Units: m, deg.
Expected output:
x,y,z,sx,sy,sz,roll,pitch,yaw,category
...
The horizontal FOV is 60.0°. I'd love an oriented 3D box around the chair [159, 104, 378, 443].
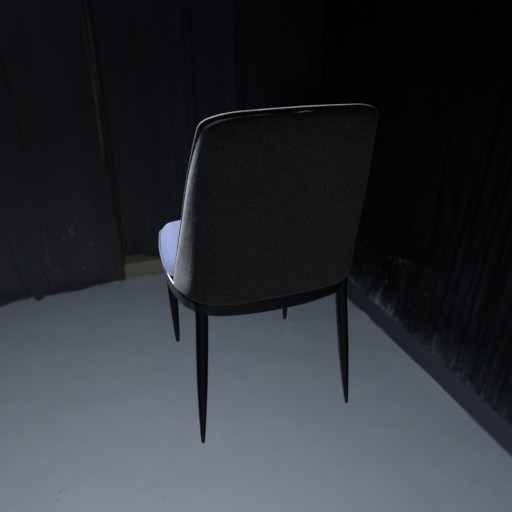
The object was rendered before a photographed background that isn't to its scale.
x,y,z,sx,sy,sz,roll,pitch,yaw,category
0.000,0.000,1.195,0.488,0.855,0.550,-9,29,-17,chair
